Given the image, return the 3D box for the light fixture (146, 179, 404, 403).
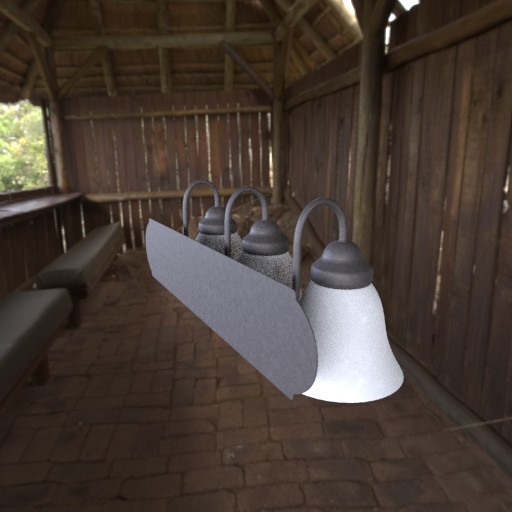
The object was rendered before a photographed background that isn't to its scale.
[{"bbox_3d":[0.000,0.000,0.708,0.199,0.222,0.610,-7,15,-27],"label":"light fixture"}]
